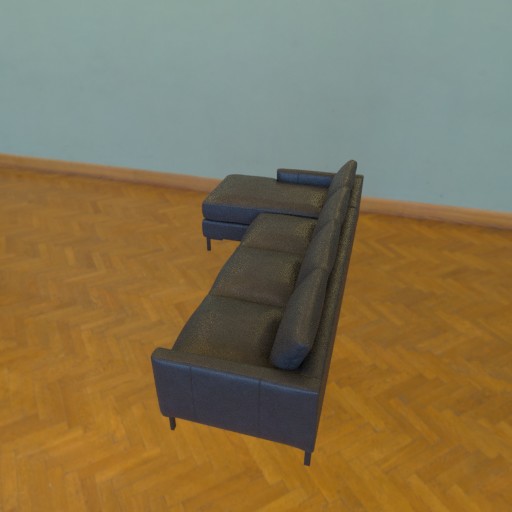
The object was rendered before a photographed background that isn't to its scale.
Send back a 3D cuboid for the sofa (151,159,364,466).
[{"bbox_3d":[0.000,0.000,3.602,1.471,0.859,2.993,8,32,13],"label":"sofa"}]
